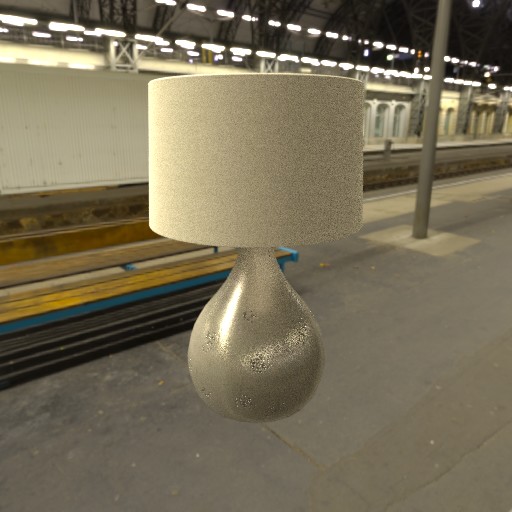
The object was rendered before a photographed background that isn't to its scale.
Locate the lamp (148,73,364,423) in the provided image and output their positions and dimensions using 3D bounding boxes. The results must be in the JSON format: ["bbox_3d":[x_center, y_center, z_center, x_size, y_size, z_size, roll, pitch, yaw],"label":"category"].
[{"bbox_3d":[0.000,0.000,0.721,0.330,0.521,0.330,0,16,0],"label":"lamp"}]
